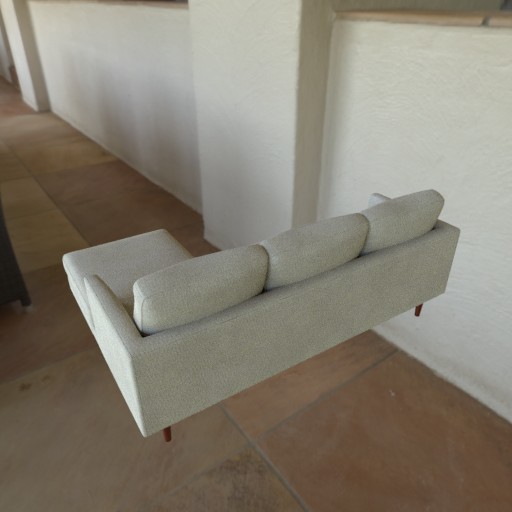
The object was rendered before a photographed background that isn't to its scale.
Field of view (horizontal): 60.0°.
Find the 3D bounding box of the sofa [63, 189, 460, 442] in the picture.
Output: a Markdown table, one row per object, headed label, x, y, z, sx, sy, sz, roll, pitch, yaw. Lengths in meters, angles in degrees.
| label | x | y | z | sx | sy | sz | roll | pitch | yaw |
| --- | --- | --- | --- | --- | --- | --- | --- | --- | --- |
| sofa | 0.000 | 0.000 | 3.014 | 2.233 | 0.956 | 1.504 | -18 | 35 | -28 |
